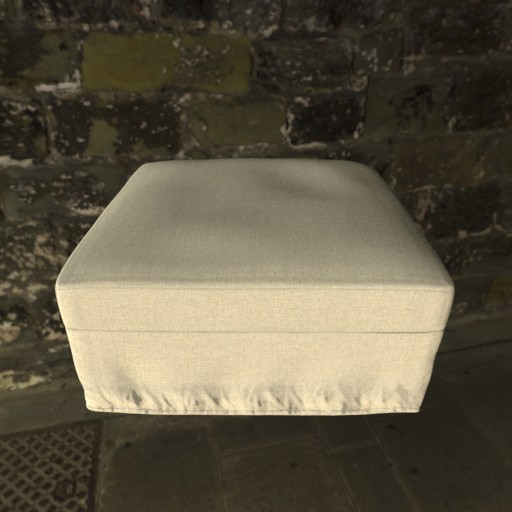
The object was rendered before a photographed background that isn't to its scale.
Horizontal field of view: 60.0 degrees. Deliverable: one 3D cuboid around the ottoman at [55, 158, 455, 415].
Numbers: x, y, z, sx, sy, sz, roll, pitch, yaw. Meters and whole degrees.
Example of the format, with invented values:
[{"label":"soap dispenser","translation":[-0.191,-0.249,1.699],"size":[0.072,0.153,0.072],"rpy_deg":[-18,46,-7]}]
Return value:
[{"label":"ottoman","translation":[0.000,0.000,1.325],"size":[0.843,0.436,0.840],"rpy_deg":[0,29,0]}]
